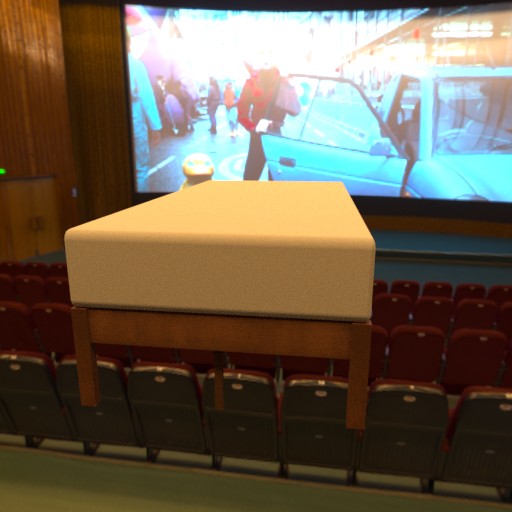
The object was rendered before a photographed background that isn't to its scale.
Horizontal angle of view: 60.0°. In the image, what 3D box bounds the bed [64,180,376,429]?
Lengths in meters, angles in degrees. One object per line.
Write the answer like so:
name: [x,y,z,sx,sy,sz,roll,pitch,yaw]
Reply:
bed: [0.000,0.000,2.301,0.961,0.616,1.902,2,15,8]
